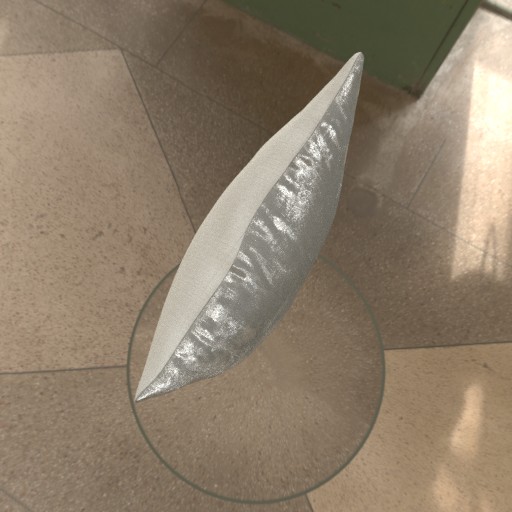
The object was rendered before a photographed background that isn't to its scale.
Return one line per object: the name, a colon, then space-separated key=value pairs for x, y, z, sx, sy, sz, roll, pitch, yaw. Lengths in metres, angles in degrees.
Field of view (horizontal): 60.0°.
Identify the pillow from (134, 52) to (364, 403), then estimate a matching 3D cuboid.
pillow: x=0.000 y=0.000 z=0.701 sx=0.175 sy=0.464 sz=0.470 roll=32 pitch=79 yaw=7
